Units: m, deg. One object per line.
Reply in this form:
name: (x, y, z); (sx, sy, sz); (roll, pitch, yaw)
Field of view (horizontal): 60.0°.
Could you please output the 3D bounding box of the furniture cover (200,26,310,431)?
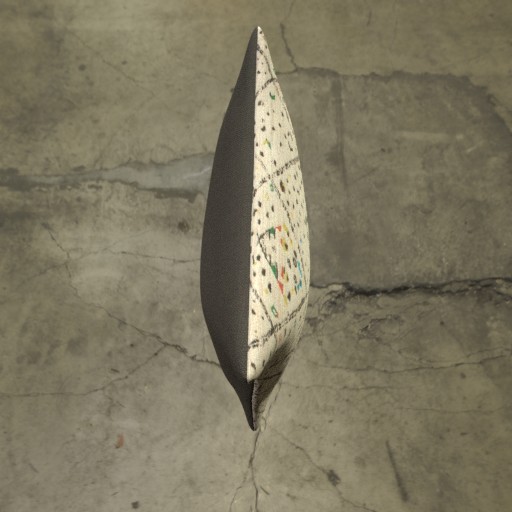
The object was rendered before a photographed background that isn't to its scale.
furniture cover: (0.000, 0.000, 0.766); (0.180, 0.498, 0.525); (1, 64, 1)
